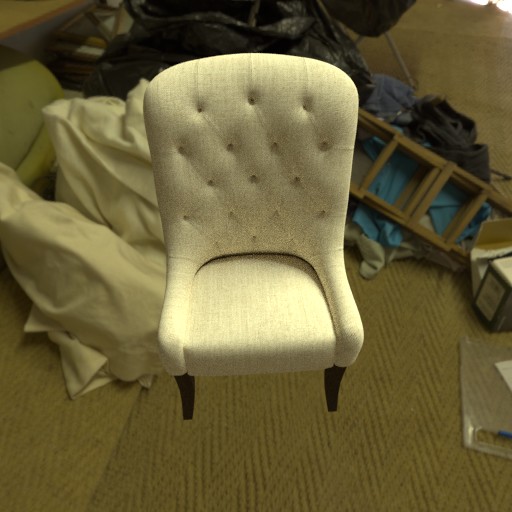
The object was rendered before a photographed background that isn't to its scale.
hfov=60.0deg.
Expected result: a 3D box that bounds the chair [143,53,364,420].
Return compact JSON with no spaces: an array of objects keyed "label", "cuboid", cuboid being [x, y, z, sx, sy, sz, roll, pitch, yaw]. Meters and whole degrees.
[{"label":"chair","cuboid":[0.000,0.000,1.473,0.634,1.091,0.629,-2,47,-2]}]
